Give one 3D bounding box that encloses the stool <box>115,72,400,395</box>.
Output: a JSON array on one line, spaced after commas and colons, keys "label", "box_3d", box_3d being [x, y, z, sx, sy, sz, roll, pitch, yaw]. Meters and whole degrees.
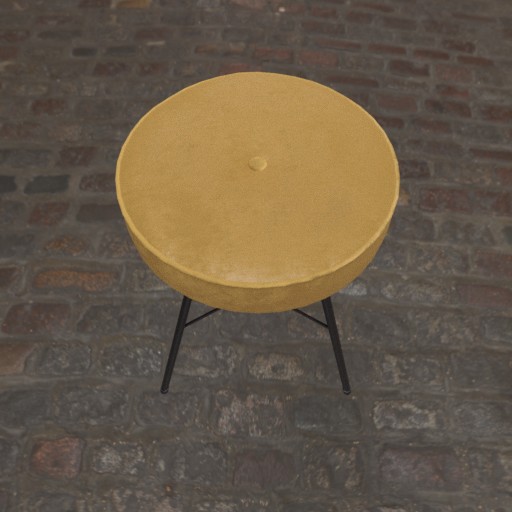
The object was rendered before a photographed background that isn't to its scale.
[{"label": "stool", "box_3d": [0.000, 0.000, 0.911, 0.472, 0.595, 0.438, 2, 59, 1]}]
